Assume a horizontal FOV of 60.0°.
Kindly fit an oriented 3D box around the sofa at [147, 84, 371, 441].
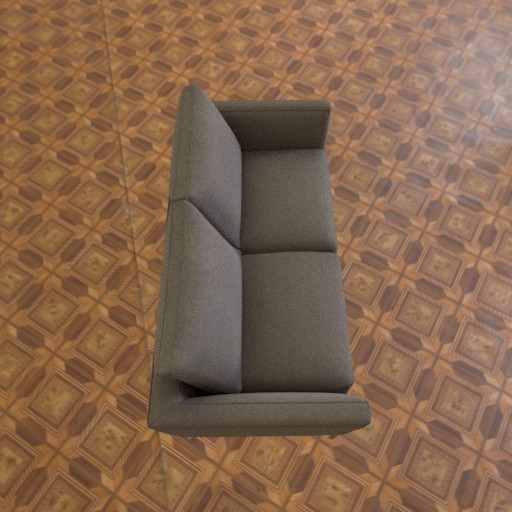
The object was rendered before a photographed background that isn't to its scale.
[{"bbox_3d":[0.000,0.000,2.113,0.803,0.924,1.594,-1,62,0],"label":"sofa"}]
